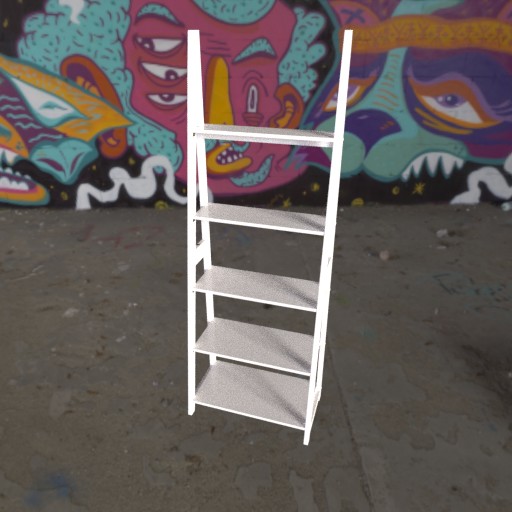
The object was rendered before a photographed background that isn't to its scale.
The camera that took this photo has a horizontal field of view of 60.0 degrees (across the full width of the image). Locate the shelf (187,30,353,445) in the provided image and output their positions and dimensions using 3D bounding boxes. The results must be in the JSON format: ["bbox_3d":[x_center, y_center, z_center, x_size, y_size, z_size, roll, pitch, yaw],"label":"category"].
[{"bbox_3d":[0.000,0.000,1.959,0.636,1.779,0.341,8,28,16],"label":"shelf"}]
